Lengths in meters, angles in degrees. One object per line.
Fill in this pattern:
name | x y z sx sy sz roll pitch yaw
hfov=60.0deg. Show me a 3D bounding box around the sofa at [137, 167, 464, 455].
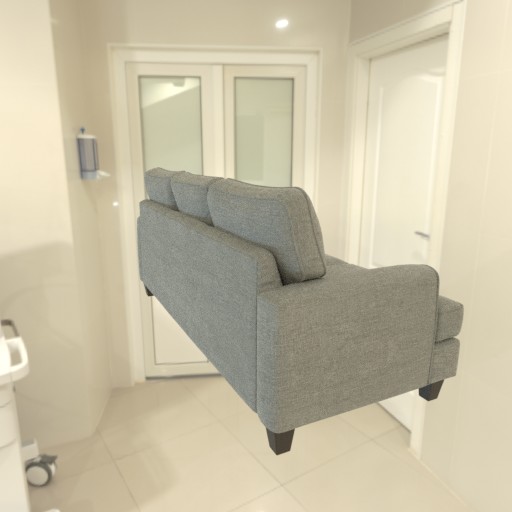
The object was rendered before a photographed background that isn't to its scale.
sofa | 0.000 0.000 2.583 0.951 0.965 2.158 -7 15 -26
